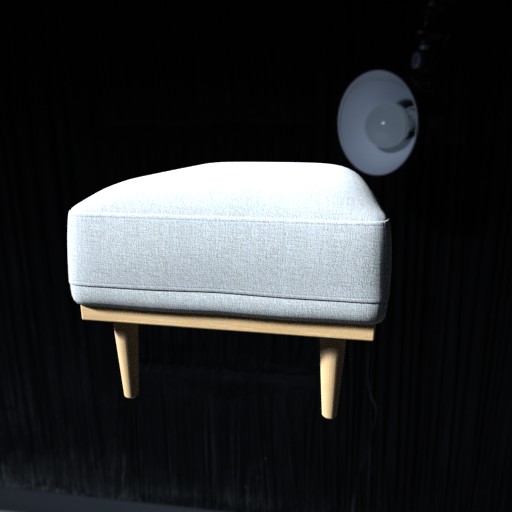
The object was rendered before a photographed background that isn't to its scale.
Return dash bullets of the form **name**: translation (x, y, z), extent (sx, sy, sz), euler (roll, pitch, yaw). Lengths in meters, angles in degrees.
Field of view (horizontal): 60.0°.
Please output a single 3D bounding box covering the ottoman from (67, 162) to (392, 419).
- **ottoman**: translation (0.000, 0.000, 1.074), extent (0.549, 0.428, 0.749), euler (3, 15, 10)
